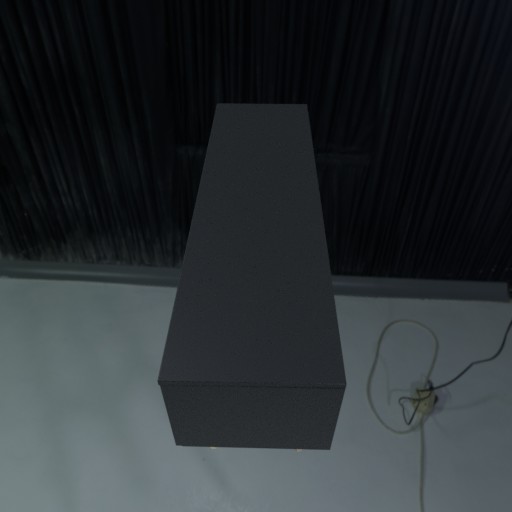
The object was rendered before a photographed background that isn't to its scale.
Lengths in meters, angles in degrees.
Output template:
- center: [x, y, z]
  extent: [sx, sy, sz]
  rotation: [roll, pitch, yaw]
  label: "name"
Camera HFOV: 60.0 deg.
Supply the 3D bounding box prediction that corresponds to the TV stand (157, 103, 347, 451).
- center: [0.000, 0.000, 1.532]
  extent: [0.390, 0.518, 1.312]
  rotation: [1, 42, 1]
  label: "TV stand"
